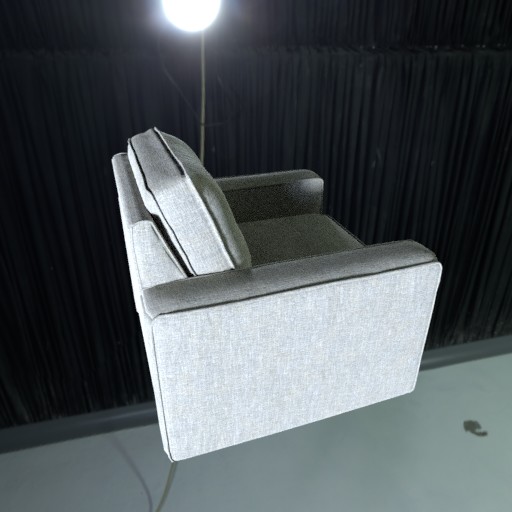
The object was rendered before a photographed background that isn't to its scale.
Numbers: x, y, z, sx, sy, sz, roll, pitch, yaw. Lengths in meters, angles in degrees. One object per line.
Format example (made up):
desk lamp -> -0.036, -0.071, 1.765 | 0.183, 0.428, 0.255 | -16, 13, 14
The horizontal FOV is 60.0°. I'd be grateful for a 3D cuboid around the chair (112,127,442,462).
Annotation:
chair -> 0.000, 0.000, 1.724 | 0.940, 0.914, 1.016 | -10, 30, -17
